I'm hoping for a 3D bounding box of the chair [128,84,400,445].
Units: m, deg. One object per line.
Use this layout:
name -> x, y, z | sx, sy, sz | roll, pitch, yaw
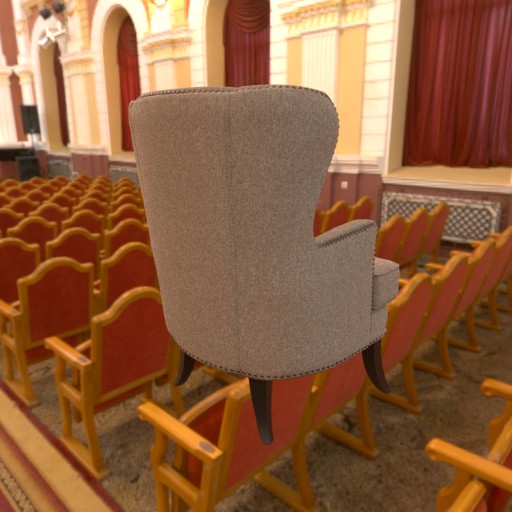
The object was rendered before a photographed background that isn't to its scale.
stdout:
chair -> 0.000, 0.000, 1.561 | 0.759, 1.060, 0.758 | 14, 21, 42
